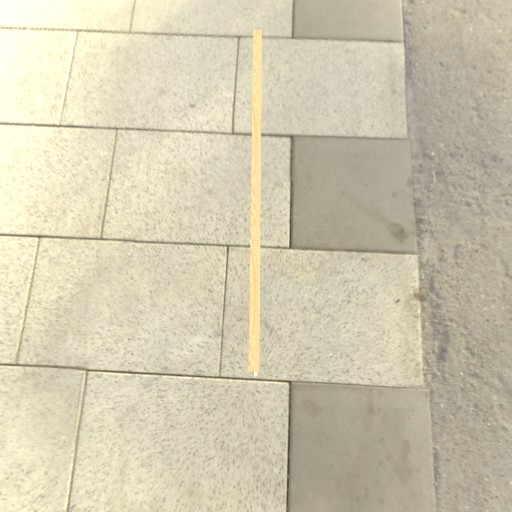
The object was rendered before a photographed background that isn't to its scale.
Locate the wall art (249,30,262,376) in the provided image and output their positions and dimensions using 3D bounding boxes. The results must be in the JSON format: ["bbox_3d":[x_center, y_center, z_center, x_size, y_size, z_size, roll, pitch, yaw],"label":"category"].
[{"bbox_3d":[0.000,0.000,1.951,0.025,1.521,1.011,1,74,0],"label":"wall art"}]
